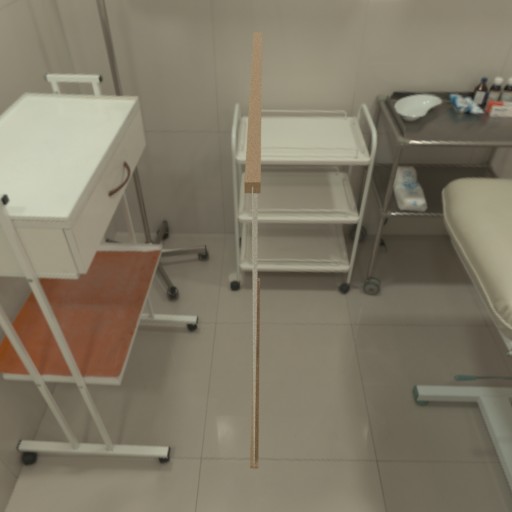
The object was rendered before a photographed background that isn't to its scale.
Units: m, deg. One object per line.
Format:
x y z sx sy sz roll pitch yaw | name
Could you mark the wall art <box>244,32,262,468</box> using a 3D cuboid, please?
0.000 0.000 0.660 0.012 0.508 0.405 1 41 1 | wall art
